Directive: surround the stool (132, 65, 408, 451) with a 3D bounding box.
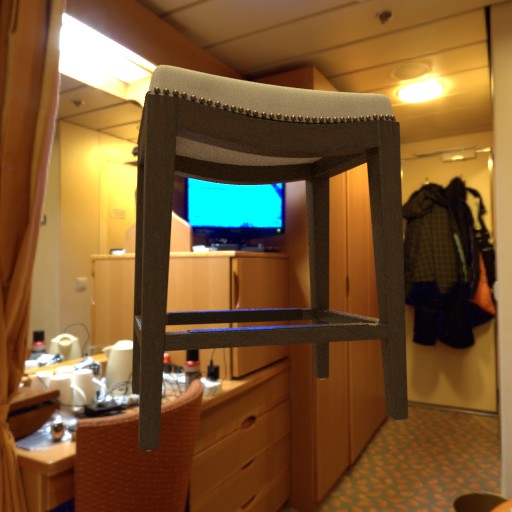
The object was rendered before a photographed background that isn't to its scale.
[{"bbox_3d":[0.000,0.000,0.956,0.500,0.642,0.361,0,-2,-17],"label":"stool"}]
